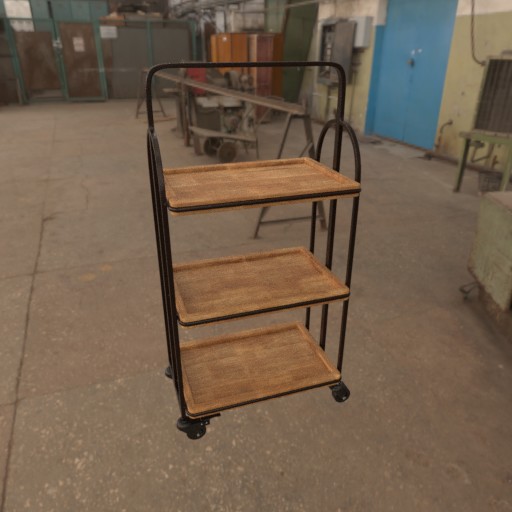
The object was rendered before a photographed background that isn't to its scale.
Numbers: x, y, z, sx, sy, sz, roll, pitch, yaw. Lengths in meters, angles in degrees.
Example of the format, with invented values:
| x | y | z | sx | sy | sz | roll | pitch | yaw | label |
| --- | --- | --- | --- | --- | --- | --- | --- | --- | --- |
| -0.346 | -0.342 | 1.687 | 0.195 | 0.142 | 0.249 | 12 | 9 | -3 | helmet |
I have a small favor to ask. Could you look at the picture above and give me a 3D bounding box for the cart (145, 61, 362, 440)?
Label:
| x | y | z | sx | sy | sz | roll | pitch | yaw | label |
| --- | --- | --- | --- | --- | --- | --- | --- | --- | --- |
| 0.000 | 0.000 | 1.248 | 0.553 | 1.001 | 0.327 | -8 | 27 | -17 | cart |
